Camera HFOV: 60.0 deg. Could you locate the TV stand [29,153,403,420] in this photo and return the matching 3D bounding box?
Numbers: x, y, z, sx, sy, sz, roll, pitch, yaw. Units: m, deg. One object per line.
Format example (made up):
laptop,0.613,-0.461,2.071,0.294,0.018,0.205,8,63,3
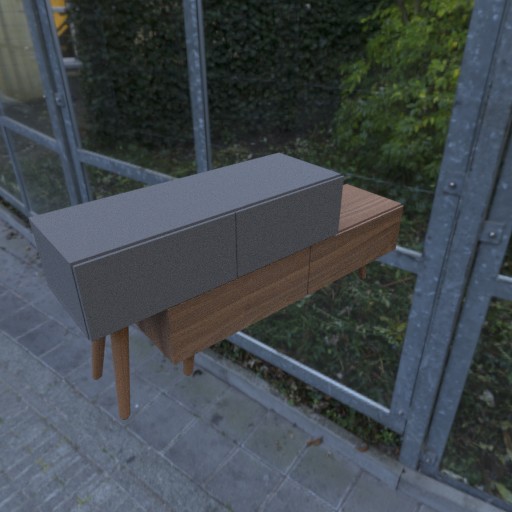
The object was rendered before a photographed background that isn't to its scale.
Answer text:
TV stand,0.000,0.000,1.612,1.336,0.591,0.329,-23,37,-34
